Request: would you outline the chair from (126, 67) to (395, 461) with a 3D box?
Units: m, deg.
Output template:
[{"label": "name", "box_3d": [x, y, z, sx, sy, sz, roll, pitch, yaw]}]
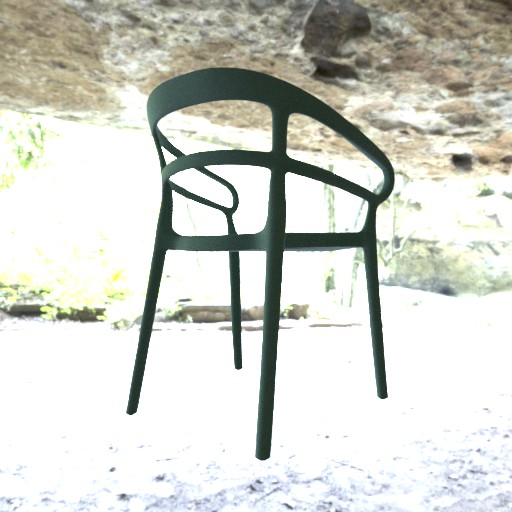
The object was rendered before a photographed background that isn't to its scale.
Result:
[{"label": "chair", "box_3d": [0.000, 0.000, 1.139, 0.559, 0.761, 0.527, 0, 0, 37]}]
